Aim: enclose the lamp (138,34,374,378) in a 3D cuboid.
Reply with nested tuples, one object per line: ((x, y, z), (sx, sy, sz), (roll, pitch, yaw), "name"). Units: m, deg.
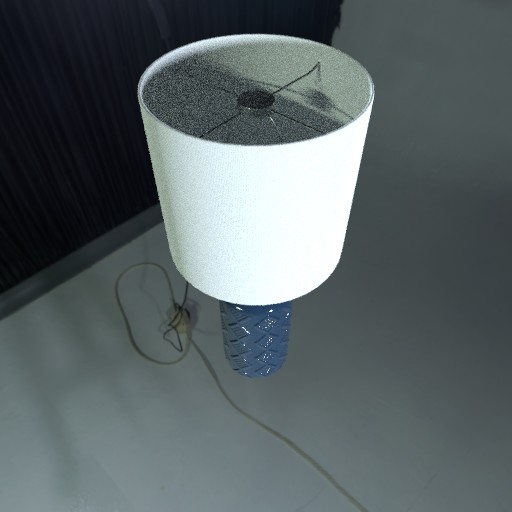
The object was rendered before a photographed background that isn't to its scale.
((0.000, 0.000, 0.562), (0.207, 0.461, 0.207), (32, 55, 26), "lamp")
